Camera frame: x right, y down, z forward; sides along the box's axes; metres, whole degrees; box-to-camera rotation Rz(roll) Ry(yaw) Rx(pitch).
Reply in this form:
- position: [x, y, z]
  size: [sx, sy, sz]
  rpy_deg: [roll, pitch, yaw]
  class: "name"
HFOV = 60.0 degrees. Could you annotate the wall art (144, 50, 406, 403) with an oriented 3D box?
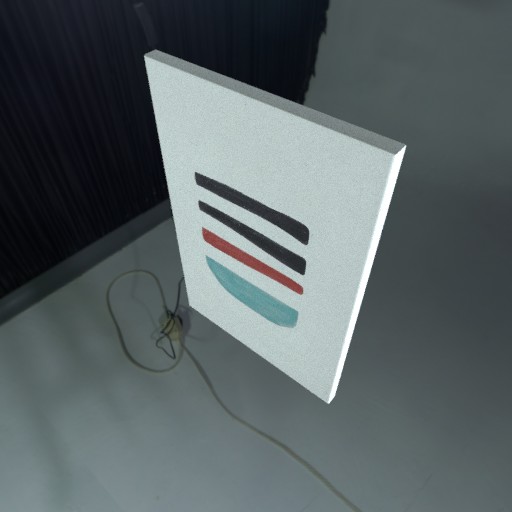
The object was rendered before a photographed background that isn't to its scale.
- position: [0.000, 0.000, 1.184]
  size: [0.607, 0.912, 0.038]
  rpy_deg: [31, 54, 25]
  class: "wall art"
